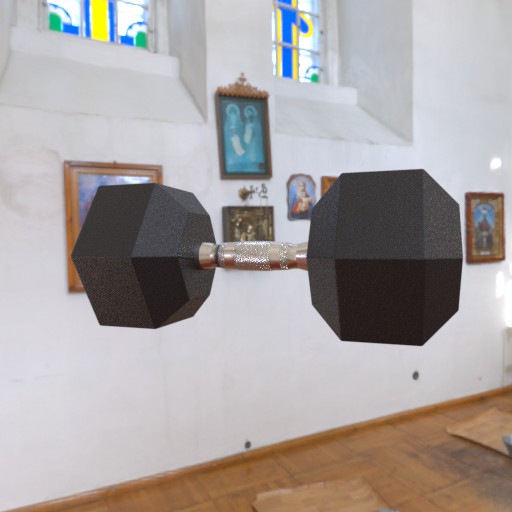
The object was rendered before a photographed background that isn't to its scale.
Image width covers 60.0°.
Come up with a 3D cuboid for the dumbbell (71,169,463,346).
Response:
[{"bbox_3d":[0.000,0.000,0.329,0.271,0.106,0.122,0,1,18],"label":"dumbbell"}]
